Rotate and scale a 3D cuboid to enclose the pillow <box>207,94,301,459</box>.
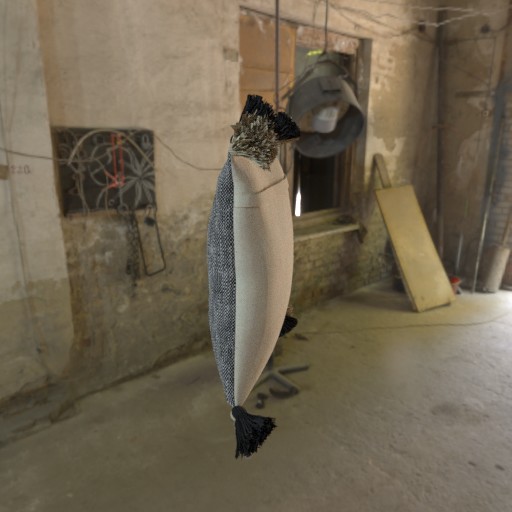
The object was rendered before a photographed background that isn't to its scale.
[{"bbox_3d":[0.000,0.000,1.002,0.170,0.659,0.654,3,16,9],"label":"pillow"}]
